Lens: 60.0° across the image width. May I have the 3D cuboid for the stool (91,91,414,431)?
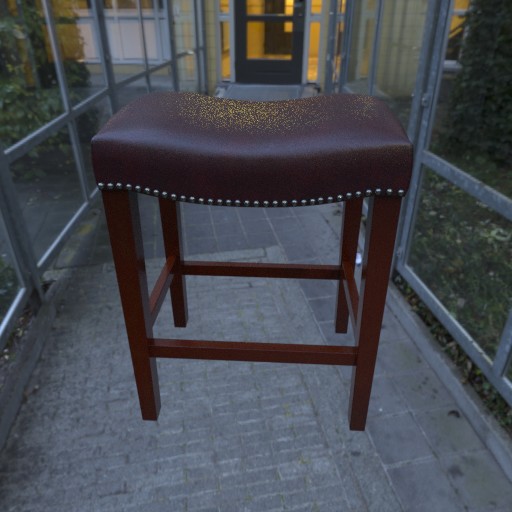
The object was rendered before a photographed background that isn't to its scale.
[{"bbox_3d":[0.000,0.000,0.971,0.504,0.657,0.372,2,30,3],"label":"stool"}]
